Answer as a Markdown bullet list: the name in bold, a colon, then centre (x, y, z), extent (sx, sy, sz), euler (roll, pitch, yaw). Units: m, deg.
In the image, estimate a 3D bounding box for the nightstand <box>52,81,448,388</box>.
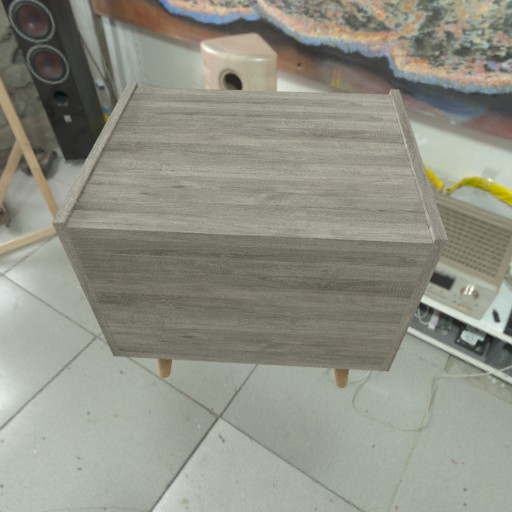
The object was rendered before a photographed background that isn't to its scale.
- **nightstand**: centre (0.000, 0.000, 0.848), extent (0.480, 0.500, 0.380), euler (3, 47, 2)
